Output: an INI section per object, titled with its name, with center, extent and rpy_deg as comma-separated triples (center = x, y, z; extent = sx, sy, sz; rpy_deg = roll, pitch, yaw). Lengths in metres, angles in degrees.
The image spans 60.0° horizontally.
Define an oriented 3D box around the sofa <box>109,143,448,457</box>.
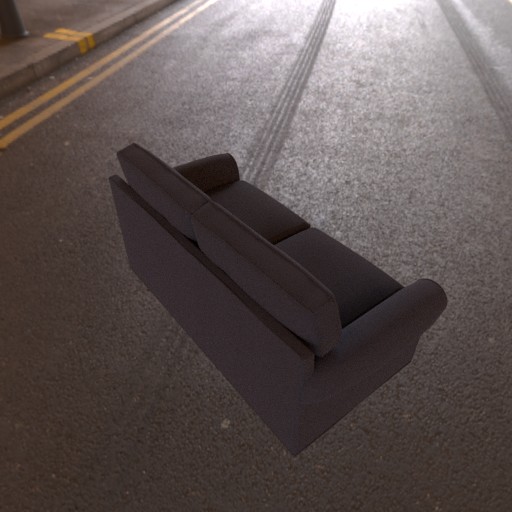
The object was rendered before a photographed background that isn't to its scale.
[sofa]
center = 0.000, 0.000, 2.648
extent = 0.951, 1.031, 2.009
rpy_deg = -27, 47, -28
